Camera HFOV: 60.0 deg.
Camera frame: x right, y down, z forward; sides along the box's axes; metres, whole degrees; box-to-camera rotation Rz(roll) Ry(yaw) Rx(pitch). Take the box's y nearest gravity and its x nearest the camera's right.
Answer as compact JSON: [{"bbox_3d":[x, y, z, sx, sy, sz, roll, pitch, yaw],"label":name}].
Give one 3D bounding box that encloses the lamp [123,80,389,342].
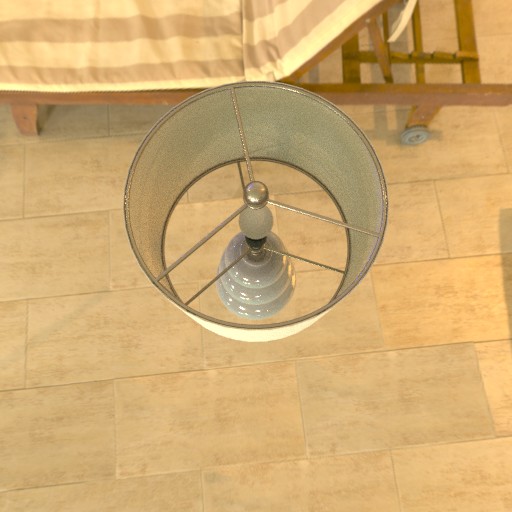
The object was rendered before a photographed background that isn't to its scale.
[{"bbox_3d":[0.000,0.000,0.939,0.367,0.730,0.367,0,76,0],"label":"lamp"}]
